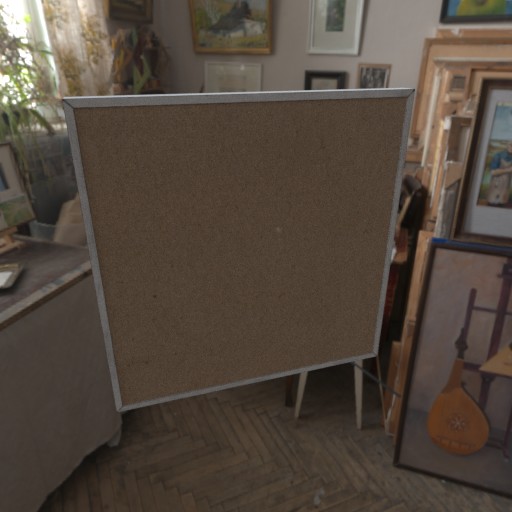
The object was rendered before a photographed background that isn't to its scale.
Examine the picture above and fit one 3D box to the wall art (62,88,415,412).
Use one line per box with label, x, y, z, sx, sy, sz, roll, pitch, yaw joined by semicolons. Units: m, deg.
wall art;0.000;0.000;1.098;0.762;0.762;0.038;-8;26;-16
